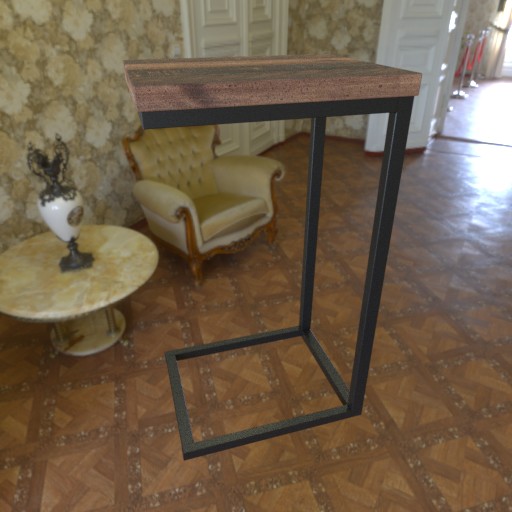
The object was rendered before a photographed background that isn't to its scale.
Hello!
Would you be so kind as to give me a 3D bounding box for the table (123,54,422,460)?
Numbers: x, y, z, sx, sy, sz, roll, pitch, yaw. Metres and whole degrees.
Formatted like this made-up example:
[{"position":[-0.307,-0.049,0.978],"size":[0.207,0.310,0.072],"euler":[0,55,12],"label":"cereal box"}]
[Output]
[{"position":[0.000,0.000,0.905],"size":[0.414,0.718,0.323],"euler":[-8,30,-15],"label":"table"}]
